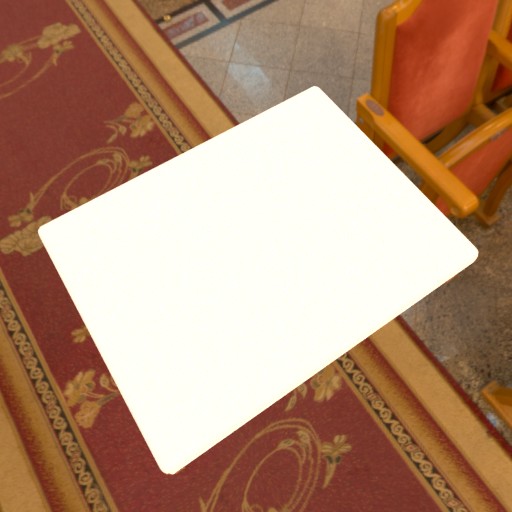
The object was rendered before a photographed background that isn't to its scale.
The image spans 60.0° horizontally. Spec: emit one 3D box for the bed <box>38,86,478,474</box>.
[{"bbox_3d":[0.000,0.000,2.678,2.016,0.431,1.536,-31,69,-14],"label":"bed"}]
